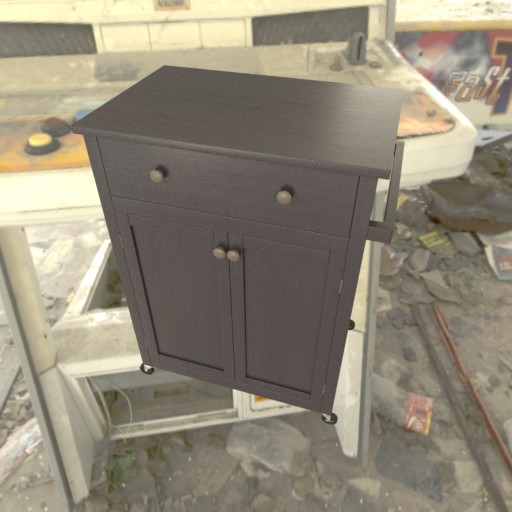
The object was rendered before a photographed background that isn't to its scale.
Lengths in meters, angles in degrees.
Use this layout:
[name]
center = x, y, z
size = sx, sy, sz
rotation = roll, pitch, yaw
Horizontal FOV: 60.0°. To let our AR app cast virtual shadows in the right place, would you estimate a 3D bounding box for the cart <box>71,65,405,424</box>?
[cart]
center = 0.000, 0.000, 1.289
size = 0.690, 0.878, 0.449
rotation = 11, 41, 13
